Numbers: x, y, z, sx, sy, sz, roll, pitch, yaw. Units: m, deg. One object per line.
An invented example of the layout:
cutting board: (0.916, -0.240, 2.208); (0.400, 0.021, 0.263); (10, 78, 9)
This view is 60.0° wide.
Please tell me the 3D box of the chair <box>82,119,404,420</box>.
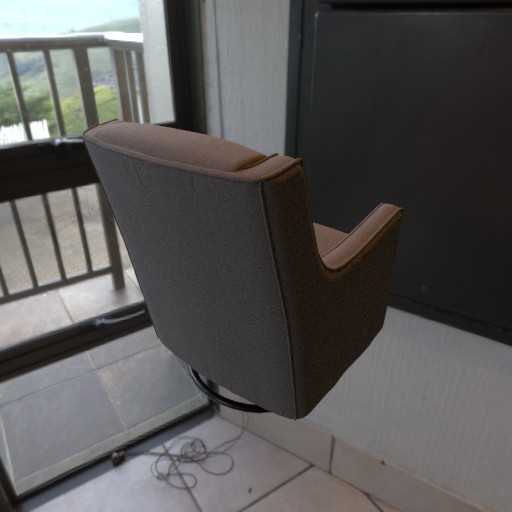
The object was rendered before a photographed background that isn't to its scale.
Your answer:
chair: (0.000, 0.000, 1.581); (0.732, 0.993, 0.879); (21, 35, 33)
